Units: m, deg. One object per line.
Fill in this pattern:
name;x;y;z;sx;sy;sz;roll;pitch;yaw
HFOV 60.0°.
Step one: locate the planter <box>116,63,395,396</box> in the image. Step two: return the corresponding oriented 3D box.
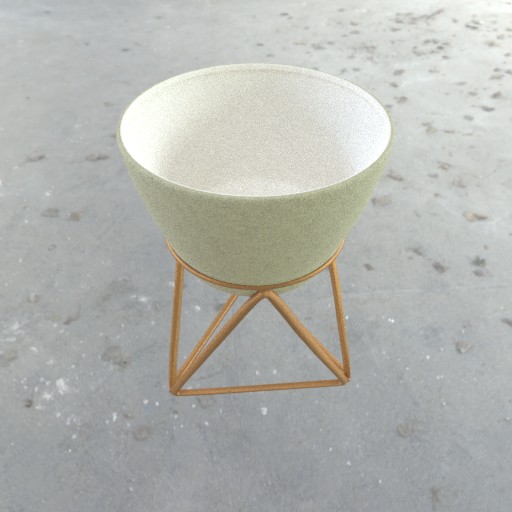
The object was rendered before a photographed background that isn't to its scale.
planter;0.000;0.000;0.744;0.350;0.504;0.350;-3;45;-3
